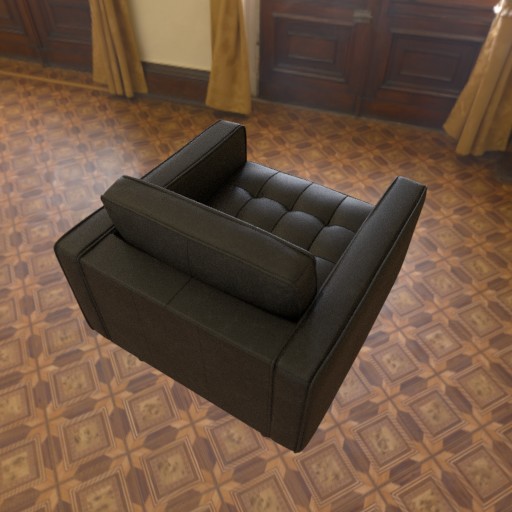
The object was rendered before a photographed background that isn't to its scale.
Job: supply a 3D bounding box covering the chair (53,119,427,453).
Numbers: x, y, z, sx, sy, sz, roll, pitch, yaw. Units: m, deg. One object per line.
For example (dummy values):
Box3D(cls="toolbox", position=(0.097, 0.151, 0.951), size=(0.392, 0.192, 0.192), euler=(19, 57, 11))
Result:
Box3D(cls="chair", position=(0.000, 0.000, 1.563), size=(0.889, 0.763, 0.914), euler=(24, 51, 21))
